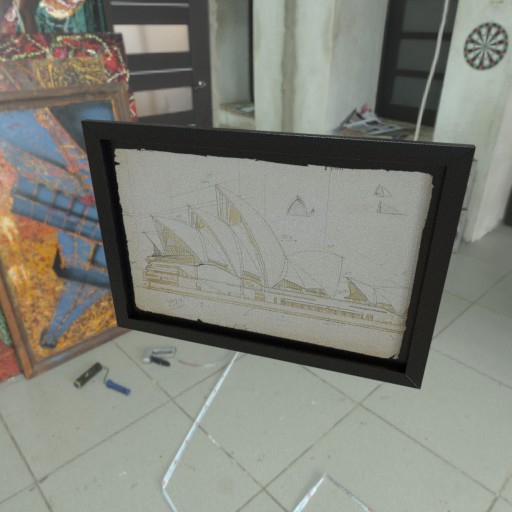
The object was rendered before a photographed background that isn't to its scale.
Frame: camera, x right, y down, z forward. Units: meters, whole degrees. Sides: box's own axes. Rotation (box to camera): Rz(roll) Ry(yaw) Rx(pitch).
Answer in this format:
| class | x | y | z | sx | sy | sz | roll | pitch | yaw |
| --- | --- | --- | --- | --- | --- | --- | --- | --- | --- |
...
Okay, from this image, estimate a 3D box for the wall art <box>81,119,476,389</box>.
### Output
| class | x | y | z | sx | sy | sz | roll | pitch | yaw |
| --- | --- | --- | --- | --- | --- | --- | --- | --- | --- |
| wall art | 0.000 | 0.000 | 0.554 | 0.440 | 0.306 | 0.013 | 8 | 29 | 15 |
